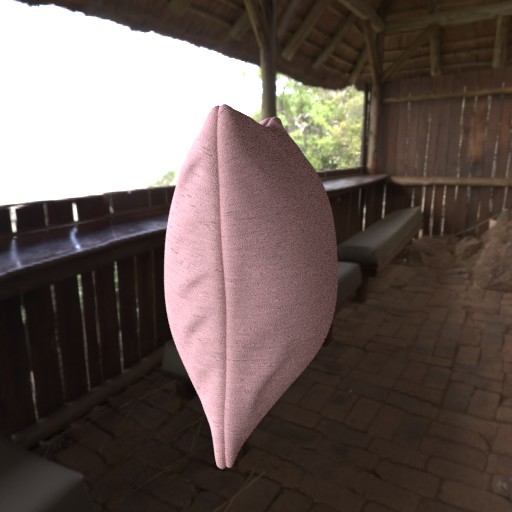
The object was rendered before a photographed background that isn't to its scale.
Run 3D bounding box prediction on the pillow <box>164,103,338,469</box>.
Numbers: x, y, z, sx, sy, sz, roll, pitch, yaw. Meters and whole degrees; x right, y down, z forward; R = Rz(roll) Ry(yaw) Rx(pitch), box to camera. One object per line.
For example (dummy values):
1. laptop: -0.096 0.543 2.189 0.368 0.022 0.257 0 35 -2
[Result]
1. pillow: 0.000 0.000 0.670 0.246 0.415 0.432 3 16 9
